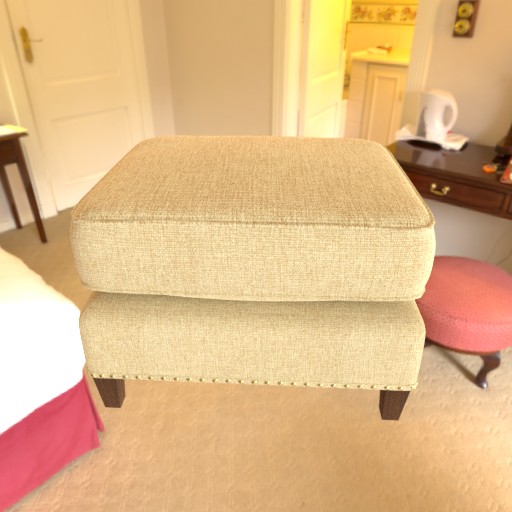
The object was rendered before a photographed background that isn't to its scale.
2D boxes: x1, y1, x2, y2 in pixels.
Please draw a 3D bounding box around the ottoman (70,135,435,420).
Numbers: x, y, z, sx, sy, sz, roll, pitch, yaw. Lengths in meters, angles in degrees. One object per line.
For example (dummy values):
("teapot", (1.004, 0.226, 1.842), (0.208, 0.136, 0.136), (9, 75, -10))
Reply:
("ottoman", (0.000, 0.000, 1.144), (0.738, 0.537, 0.589), (2, 30, 3))
